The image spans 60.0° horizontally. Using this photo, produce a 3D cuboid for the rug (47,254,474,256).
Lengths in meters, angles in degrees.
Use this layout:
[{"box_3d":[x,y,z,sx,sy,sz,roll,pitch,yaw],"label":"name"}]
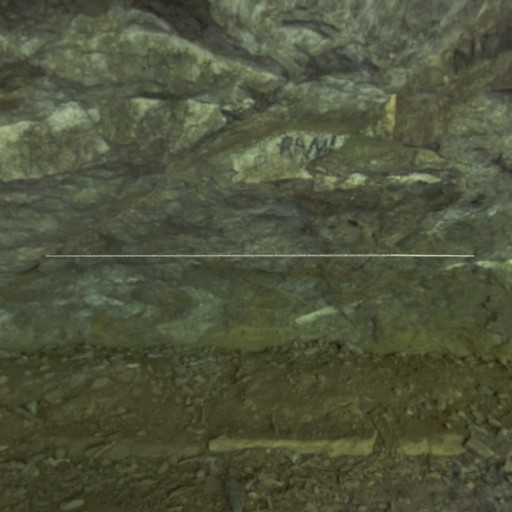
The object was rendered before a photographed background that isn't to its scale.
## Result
[{"box_3d":[0.000,0.000,2.265,1.818,0.005,1.217,0,0,36],"label":"rug"}]
